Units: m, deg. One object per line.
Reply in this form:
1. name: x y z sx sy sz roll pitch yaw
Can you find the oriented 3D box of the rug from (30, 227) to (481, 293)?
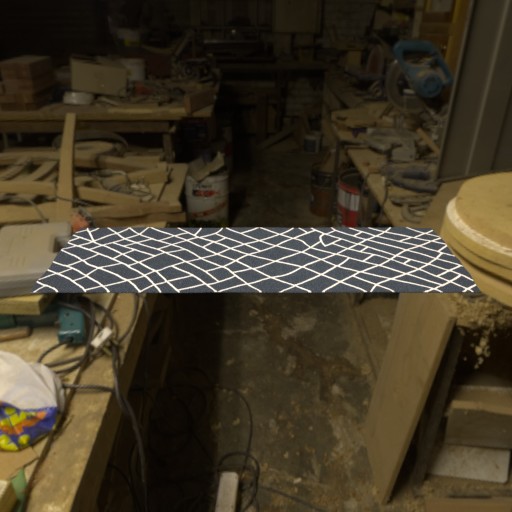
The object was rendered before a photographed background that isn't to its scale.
1. rug: 0.000 0.000 2.745 2.476 0.010 0.807 0 30 0
